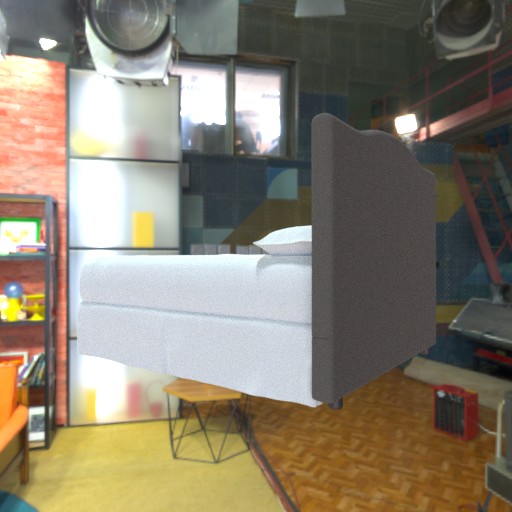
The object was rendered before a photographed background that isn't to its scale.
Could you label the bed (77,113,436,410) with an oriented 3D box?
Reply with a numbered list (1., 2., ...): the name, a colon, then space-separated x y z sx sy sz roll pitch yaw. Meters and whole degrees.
1. bed: 0.000 0.000 3.135 2.036 1.387 1.666 0 0 36
